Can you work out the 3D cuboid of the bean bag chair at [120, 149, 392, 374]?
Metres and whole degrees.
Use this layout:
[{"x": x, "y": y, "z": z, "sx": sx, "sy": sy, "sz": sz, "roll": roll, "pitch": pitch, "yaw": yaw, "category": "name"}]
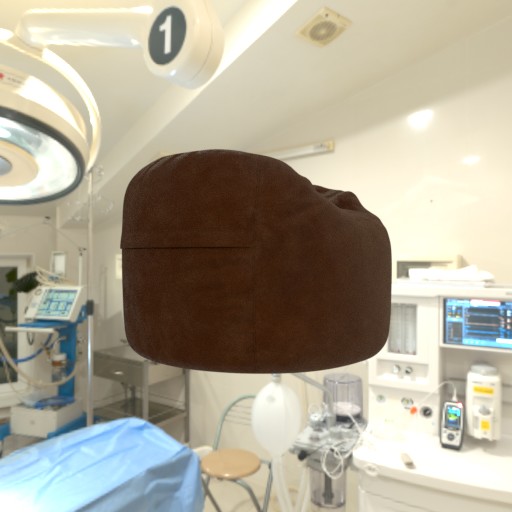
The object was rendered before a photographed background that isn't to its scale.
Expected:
[{"x": 0.000, "y": 0.000, "z": 1.560, "sx": 0.918, "sy": 0.616, "sz": 0.918, "roll": 0, "pitch": 0, "yaw": 0, "category": "bean bag chair"}]
